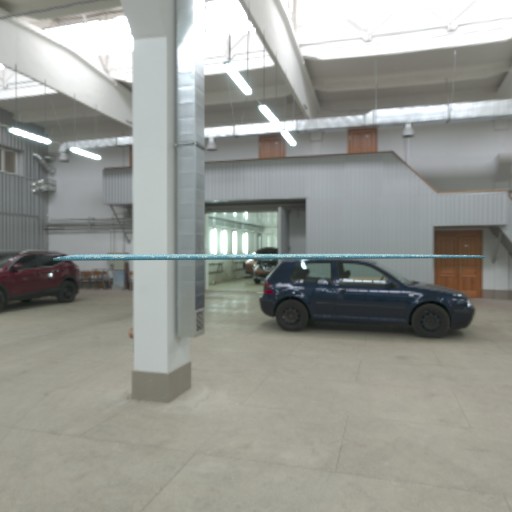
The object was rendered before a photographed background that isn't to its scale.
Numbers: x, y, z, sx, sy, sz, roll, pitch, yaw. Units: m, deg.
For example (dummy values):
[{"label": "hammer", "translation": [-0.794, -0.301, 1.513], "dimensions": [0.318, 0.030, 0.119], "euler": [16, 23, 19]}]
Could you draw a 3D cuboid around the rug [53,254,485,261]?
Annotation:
[{"label": "rug", "translation": [0.000, 0.000, 3.491], "dimensions": [2.746, 0.018, 1.816], "euler": [0, 1, -19]}]
